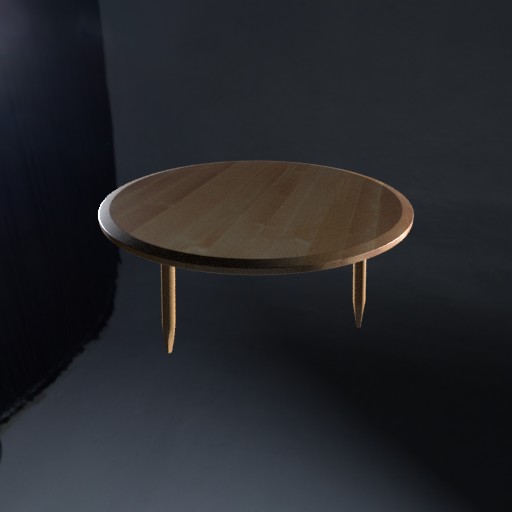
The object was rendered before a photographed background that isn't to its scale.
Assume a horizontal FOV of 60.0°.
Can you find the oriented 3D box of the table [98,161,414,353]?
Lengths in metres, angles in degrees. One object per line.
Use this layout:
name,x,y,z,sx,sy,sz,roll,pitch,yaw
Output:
table,0.000,0.000,1.414,0.900,0.400,0.900,0,26,0
